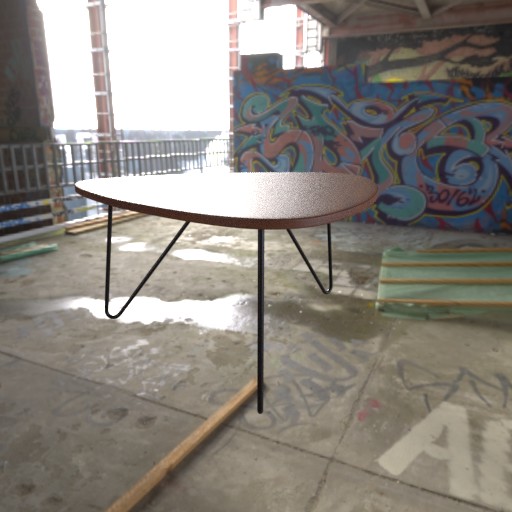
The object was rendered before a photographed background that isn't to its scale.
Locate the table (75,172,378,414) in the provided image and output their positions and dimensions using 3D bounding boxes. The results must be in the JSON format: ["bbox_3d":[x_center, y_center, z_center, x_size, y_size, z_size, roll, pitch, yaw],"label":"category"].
[{"bbox_3d":[0.000,0.000,1.263,0.821,0.413,0.833,-15,22,-42],"label":"table"}]
